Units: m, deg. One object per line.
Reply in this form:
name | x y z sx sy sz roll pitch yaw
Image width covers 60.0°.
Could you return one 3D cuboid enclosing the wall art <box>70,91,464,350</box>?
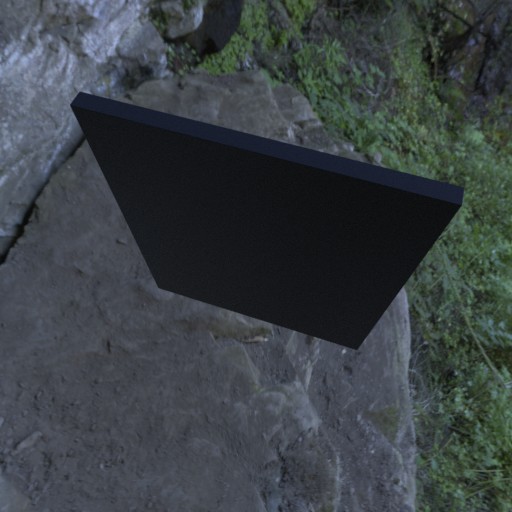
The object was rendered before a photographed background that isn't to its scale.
wall art | 0.000 0.000 0.688 0.428 0.505 0.023 16 63 8
